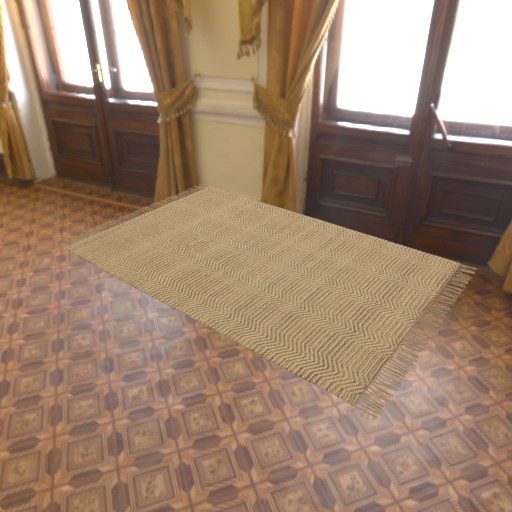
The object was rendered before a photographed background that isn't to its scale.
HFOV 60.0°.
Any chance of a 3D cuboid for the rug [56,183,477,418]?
[{"bbox_3d":[0.000,0.000,2.447,2.021,0.027,1.224,22,36,32],"label":"rug"}]
